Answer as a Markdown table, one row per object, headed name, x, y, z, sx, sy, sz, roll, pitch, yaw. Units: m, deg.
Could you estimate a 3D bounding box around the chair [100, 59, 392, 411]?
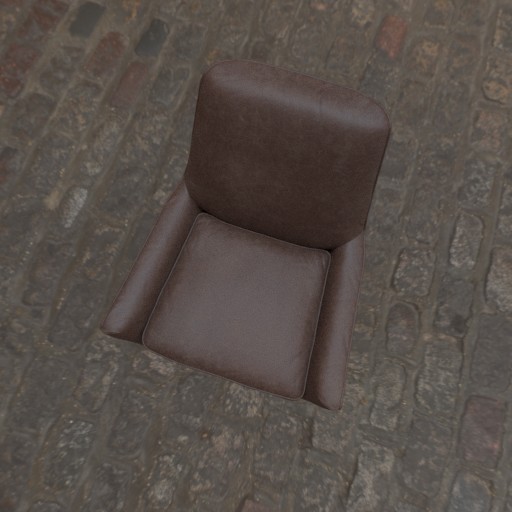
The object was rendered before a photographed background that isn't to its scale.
| name | x | y | z | sx | sy | sz | roll | pitch | yaw |
| --- | --- | --- | --- | --- | --- | --- | --- | --- | --- |
| chair | 0.000 | 0.000 | 1.480 | 0.787 | 0.888 | 0.824 | 18 | 77 | 4 |
